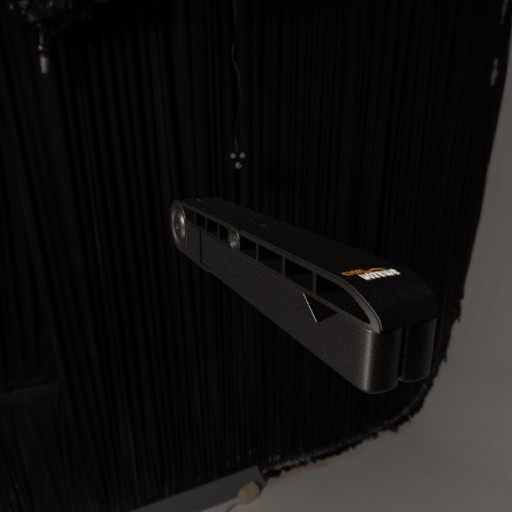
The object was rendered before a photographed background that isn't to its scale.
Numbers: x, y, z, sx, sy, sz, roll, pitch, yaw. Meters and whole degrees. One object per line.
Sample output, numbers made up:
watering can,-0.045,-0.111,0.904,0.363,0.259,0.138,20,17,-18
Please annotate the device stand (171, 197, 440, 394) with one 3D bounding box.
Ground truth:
device stand,0.000,0.000,0.193,0.026,0.030,0.179,-8,18,-26
